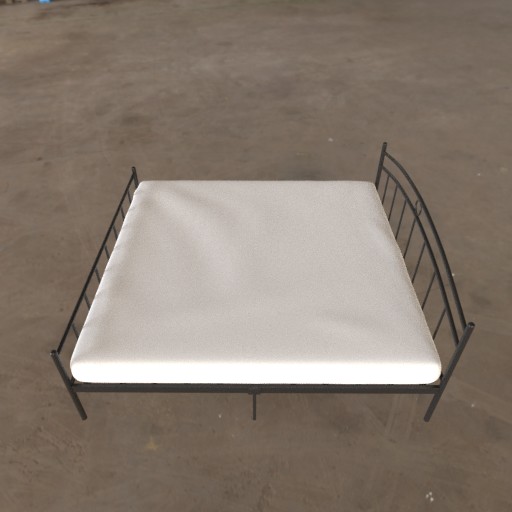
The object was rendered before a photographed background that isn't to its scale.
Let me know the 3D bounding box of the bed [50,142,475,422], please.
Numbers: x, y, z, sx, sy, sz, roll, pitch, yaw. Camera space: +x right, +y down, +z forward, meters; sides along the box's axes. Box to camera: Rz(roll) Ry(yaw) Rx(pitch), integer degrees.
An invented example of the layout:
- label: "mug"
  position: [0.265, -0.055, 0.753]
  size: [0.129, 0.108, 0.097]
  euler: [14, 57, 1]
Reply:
- label: "bed"
  position: [0.000, 0.000, 3.003]
  size: [2.040, 0.940, 1.880]
  euler: [0, 40, 0]
